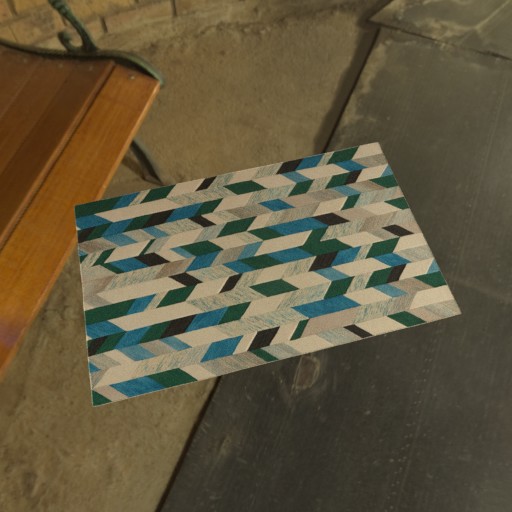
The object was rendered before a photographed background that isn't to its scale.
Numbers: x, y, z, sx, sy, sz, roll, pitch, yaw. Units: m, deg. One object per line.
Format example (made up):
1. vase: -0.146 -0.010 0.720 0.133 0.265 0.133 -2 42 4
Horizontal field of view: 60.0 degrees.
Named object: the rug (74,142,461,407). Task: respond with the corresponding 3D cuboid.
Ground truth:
1. rug: 0.000 0.000 3.133 2.433 0.007 1.507 -13 64 -6
